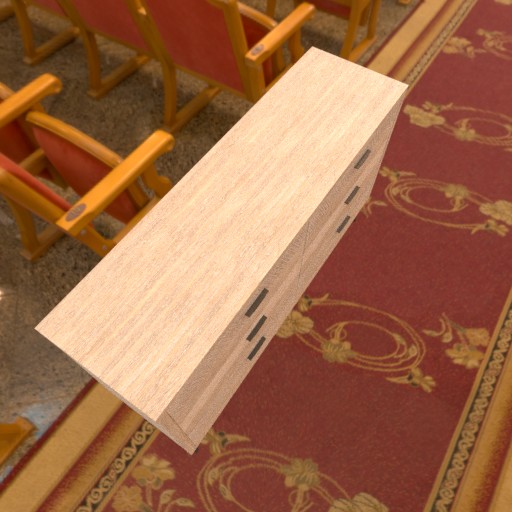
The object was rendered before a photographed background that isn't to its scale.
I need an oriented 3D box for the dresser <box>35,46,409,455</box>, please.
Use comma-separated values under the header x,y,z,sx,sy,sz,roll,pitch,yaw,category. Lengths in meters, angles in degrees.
x,y,z,sx,sy,sz,roll,pitch,yaw,category
0.000,0.000,1.882,0.457,0.914,1.524,30,64,17,dresser
